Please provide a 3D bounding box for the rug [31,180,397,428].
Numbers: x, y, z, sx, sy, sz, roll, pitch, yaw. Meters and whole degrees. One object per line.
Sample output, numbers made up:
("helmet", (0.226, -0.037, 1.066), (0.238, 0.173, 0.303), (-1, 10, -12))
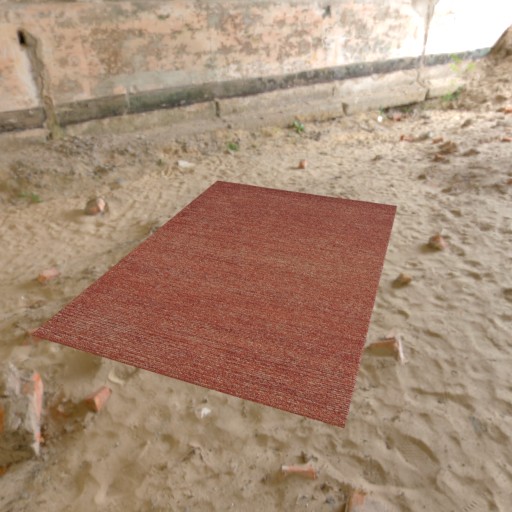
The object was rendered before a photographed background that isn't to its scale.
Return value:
("rug", (0.000, 0.000, 5.114), (2.803, 0.025, 3.965), (11, 33, 17))
